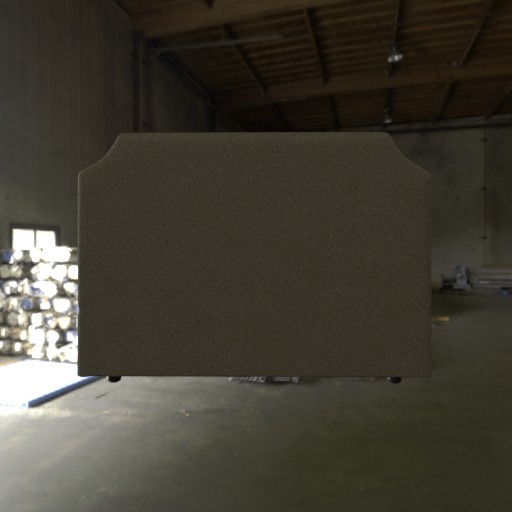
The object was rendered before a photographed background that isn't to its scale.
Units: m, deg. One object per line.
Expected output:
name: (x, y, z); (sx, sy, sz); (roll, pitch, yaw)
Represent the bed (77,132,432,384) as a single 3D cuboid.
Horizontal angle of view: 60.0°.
bed: (0.000, 0.000, 3.336); (1.831, 1.297, 2.181); (0, 1, 1)
